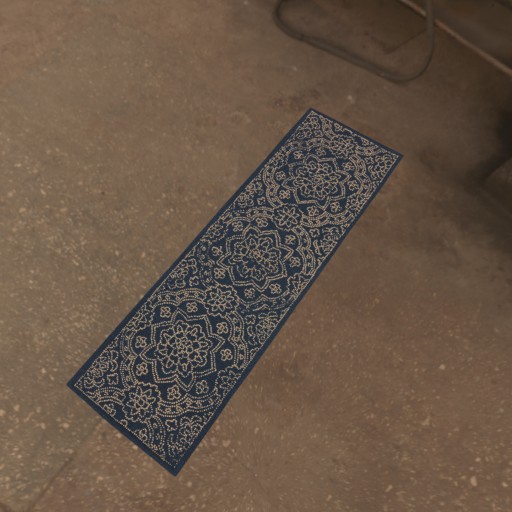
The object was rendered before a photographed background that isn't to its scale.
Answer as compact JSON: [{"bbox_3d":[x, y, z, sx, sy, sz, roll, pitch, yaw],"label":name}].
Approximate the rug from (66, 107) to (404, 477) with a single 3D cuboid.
[{"bbox_3d":[0.000,0.000,2.715,0.769,0.012,2.448,33,68,15],"label":"rug"}]
